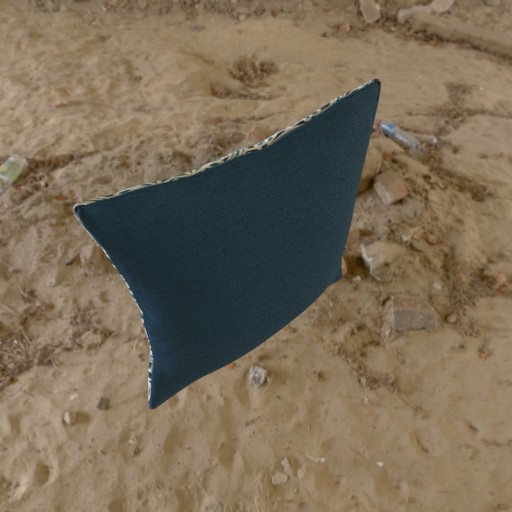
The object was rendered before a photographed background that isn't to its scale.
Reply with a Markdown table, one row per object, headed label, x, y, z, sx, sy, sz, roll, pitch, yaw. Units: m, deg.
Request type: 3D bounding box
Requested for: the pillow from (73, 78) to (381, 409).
| label | x | y | z | sx | sy | sz | roll | pitch | yaw |
| --- | --- | --- | --- | --- | --- | --- | --- | --- | --- |
| pillow | 0.000 | 0.000 | 0.653 | 0.440 | 0.420 | 0.145 | -31 | 54 | -26 |
